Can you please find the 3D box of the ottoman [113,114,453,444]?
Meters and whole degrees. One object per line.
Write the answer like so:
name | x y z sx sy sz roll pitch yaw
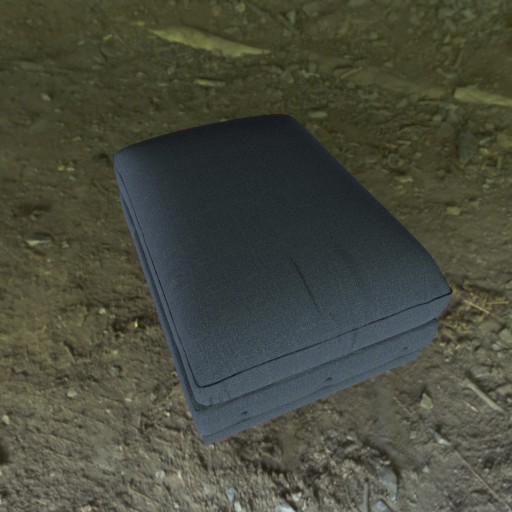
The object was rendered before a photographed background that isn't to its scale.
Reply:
ottoman | 0.000 0.000 1.143 0.558 0.486 0.767 -17 48 -16
